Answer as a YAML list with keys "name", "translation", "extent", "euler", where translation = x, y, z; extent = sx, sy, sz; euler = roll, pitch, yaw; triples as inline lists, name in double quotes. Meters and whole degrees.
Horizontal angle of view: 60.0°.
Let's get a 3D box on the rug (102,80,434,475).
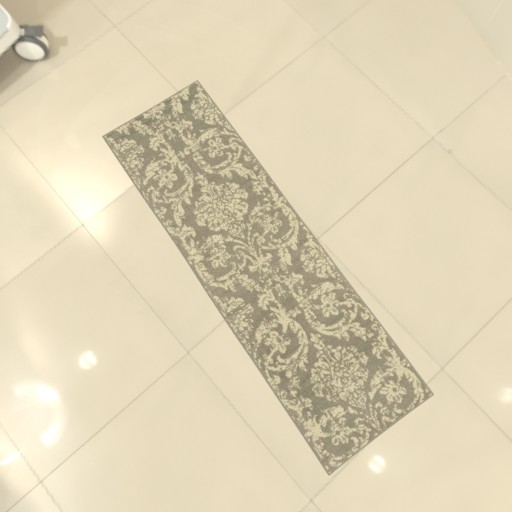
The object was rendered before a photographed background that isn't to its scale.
- name: "rug"
  translation: [0.000, 0.000, 2.399]
  extent: [0.662, 0.011, 2.196]
  euler: [-34, 78, -8]
